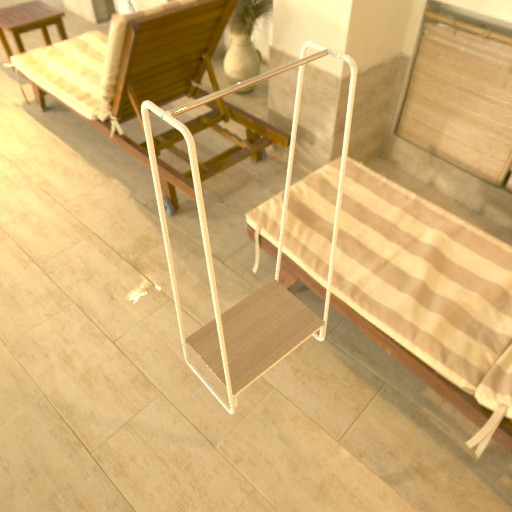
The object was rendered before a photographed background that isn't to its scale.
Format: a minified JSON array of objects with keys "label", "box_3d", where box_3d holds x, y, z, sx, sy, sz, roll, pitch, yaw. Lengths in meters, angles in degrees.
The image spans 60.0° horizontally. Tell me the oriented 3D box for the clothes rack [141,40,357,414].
[{"label":"clothes rack","box_3d":[0.000,0.000,1.818,0.640,1.500,0.400,-32,55,-27]}]
